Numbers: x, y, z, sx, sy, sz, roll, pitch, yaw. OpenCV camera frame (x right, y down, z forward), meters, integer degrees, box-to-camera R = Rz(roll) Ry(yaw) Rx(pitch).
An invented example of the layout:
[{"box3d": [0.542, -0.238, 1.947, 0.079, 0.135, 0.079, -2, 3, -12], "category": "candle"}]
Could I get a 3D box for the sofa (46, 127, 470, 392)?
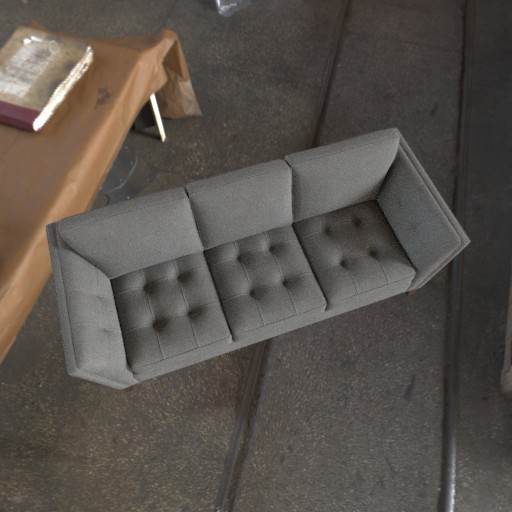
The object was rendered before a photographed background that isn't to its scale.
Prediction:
[{"box3d": [0.000, 0.000, 2.937, 2.387, 0.940, 0.965, -17, 65, -8], "category": "sofa"}]
